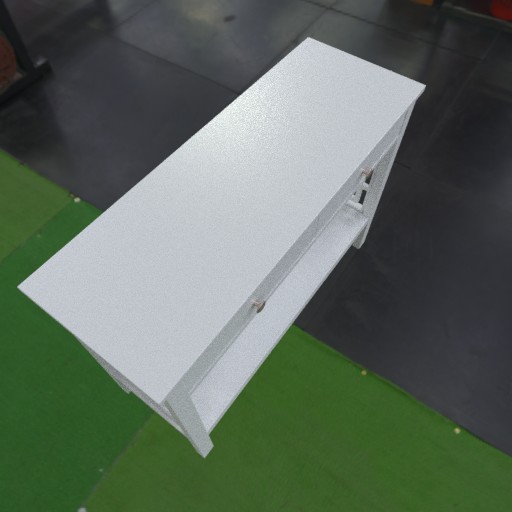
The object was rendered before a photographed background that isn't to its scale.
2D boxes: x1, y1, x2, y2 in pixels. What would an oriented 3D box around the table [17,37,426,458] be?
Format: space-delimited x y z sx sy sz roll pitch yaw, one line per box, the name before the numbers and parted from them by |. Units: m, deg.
table | 0.000 0.000 1.368 0.397 0.753 1.068 32 63 19
